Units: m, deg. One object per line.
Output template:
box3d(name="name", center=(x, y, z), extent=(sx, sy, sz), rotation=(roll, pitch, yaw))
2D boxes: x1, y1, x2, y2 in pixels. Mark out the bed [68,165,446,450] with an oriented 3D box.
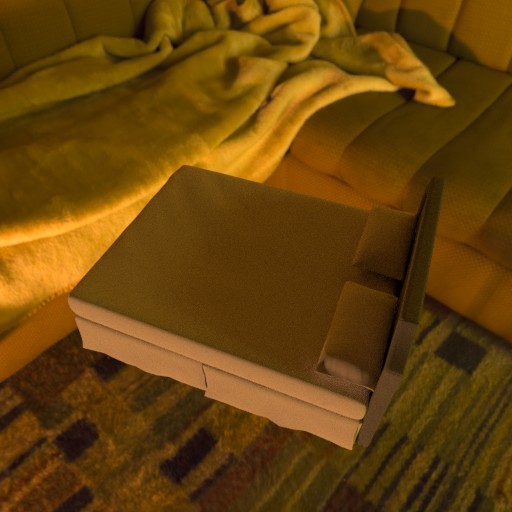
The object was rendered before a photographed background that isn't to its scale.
box3d(name="bed", center=(0.000, 0.000, 3.609), extent=(2.464, 1.306, 1.977), rotation=(17, 49, 15))
